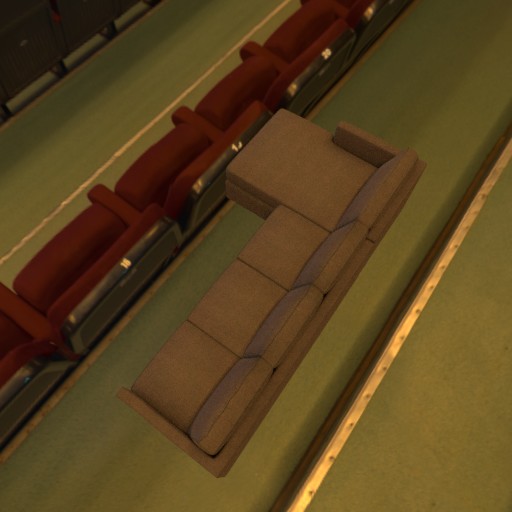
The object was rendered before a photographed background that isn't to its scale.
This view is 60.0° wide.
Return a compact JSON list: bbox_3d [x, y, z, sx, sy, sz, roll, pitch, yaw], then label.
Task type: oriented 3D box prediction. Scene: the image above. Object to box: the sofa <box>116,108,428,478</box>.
[{"bbox_3d":[0.000,0.000,3.946,1.650,0.922,3.205,33,68,15],"label":"sofa"}]
